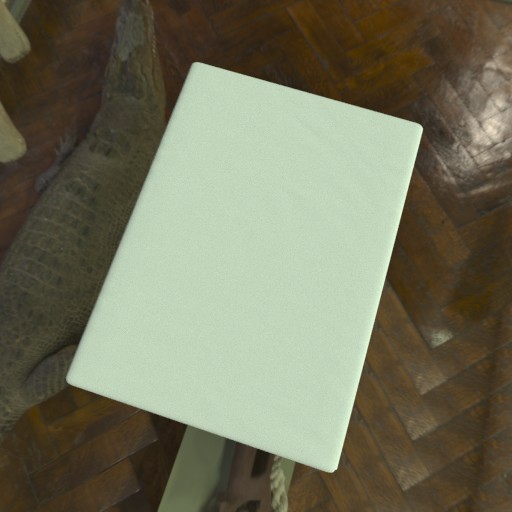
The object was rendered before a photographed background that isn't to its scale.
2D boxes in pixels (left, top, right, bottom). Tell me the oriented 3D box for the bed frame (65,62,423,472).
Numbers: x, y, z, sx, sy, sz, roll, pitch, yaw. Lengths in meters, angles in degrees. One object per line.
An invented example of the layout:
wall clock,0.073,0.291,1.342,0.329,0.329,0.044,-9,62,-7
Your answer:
bed frame,0.000,0.000,2.566,1.400,0.561,1.900,17,77,4
